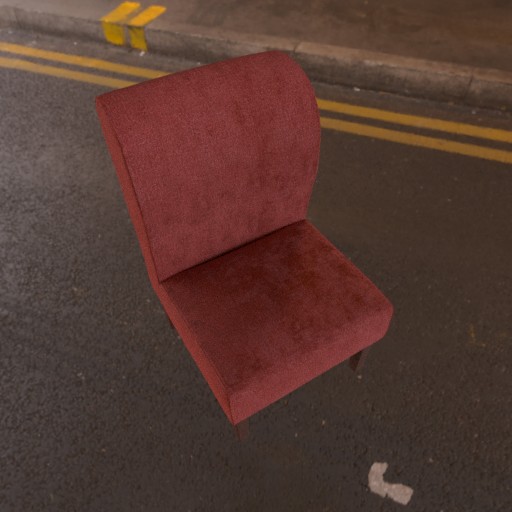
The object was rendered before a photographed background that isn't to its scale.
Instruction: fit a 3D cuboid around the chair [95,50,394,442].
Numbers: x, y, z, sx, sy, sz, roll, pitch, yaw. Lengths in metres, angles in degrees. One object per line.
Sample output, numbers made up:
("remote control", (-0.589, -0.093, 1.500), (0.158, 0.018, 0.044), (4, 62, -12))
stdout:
("chair", (0.000, 0.000, 1.251), (0.538, 0.846, 0.640), (-24, 51, -21))
